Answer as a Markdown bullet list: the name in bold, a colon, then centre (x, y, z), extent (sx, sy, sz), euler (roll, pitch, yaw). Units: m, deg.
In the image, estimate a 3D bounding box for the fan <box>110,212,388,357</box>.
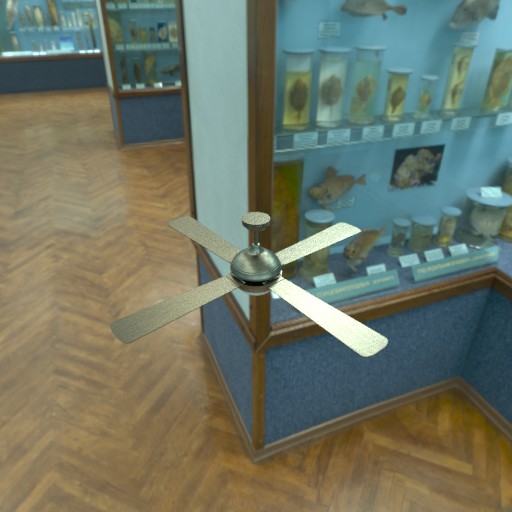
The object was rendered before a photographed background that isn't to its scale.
- **fan**: centre (0.000, 0.000, 2.003), extent (1.321, 0.381, 1.321), euler (-10, 33, -17)
